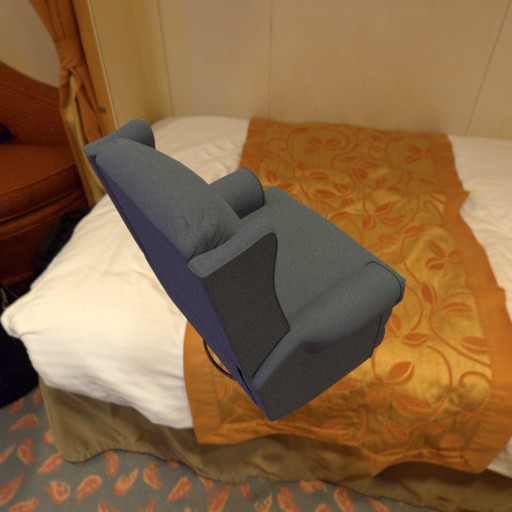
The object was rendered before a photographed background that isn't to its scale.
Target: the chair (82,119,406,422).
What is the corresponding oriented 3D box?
[{"bbox_3d":[0.000,0.000,1.713,0.877,1.020,0.971,-27,49,-26],"label":"chair"}]
